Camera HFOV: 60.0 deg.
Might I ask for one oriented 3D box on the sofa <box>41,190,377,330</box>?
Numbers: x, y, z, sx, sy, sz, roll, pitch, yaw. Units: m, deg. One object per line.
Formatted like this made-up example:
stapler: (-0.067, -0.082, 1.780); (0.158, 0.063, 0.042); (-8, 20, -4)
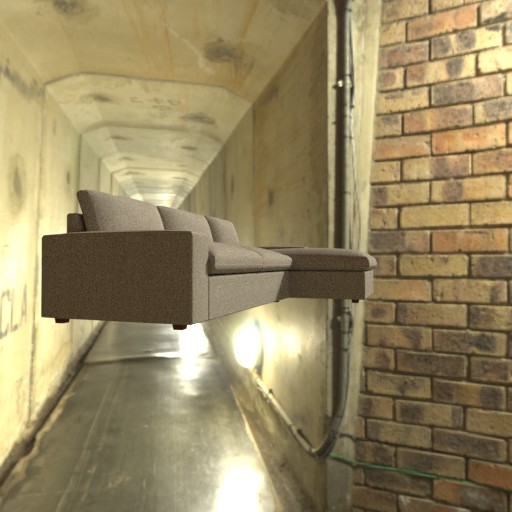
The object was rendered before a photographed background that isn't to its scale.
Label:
sofa: (0.000, 0.000, 3.566); (1.689, 0.813, 2.718); (0, -1, 19)
